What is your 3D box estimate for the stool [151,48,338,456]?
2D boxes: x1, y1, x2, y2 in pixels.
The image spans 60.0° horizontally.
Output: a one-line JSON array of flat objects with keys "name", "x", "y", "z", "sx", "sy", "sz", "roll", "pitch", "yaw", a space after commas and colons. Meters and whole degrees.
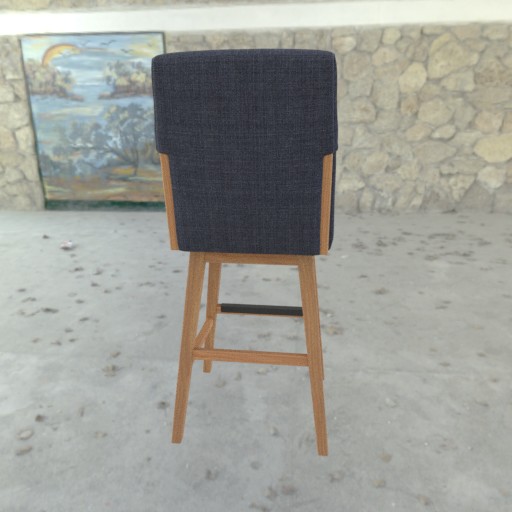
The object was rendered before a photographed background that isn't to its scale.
[{"name": "stool", "x": 0.000, "y": 0.000, "z": 1.389, "sx": 0.483, "sy": 1.112, "sz": 0.570, "roll": 2, "pitch": 16, "yaw": 7}]
